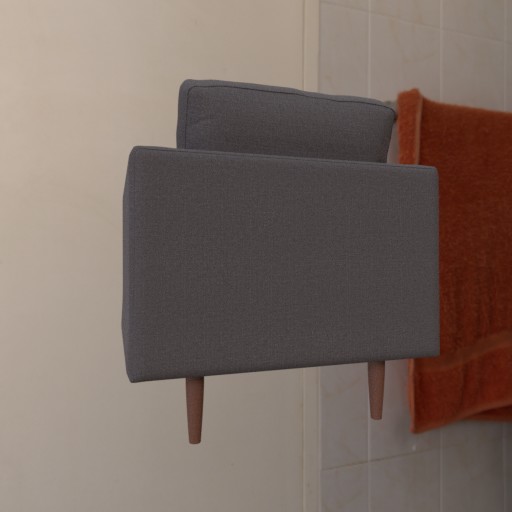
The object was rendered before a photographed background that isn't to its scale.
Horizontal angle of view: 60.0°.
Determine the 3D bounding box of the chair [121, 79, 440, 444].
[{"bbox_3d":[0.000,0.000,1.485,0.854,0.927,0.800,0,0,-18],"label":"chair"}]
